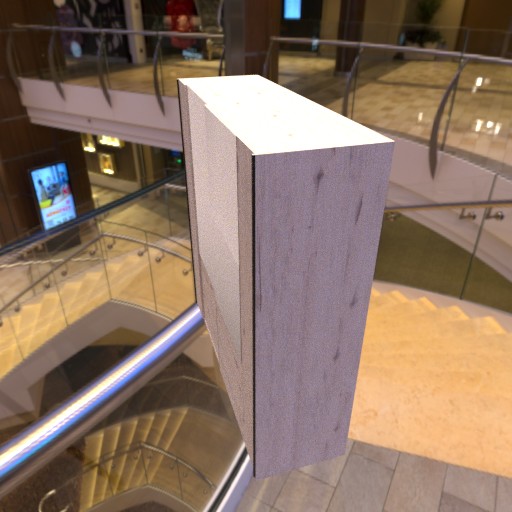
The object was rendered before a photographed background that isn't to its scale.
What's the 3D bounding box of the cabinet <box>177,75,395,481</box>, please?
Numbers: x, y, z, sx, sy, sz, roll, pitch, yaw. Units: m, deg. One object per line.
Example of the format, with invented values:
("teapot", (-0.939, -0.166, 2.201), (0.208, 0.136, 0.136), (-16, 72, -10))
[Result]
("cabinet", (0.000, 0.000, 3.249), (0.660, 2.180, 2.000), (-9, 32, -15))
